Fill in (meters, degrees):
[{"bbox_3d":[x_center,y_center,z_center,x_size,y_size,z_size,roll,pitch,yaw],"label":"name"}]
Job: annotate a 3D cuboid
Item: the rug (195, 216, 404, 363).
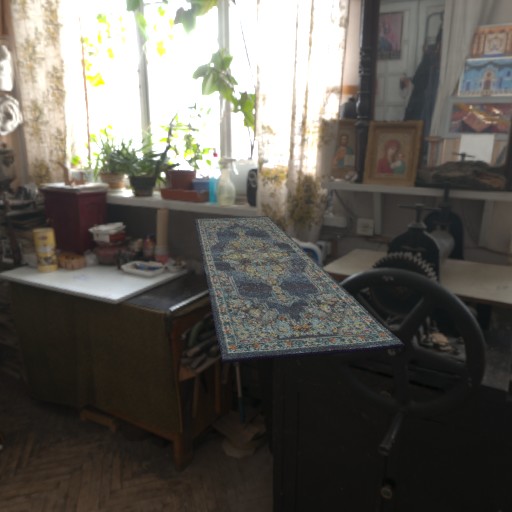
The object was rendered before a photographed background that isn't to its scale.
[{"bbox_3d":[0.000,0.000,2.479,0.602,0.016,2.283,-3,16,-9],"label":"rug"}]
